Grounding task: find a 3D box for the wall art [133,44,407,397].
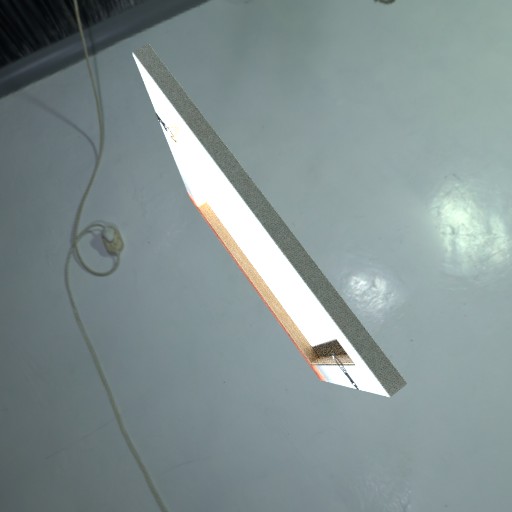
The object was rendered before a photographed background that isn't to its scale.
[{"bbox_3d":[0.000,0.000,1.131,0.042,0.760,0.760,-35,79,-8],"label":"wall art"}]
